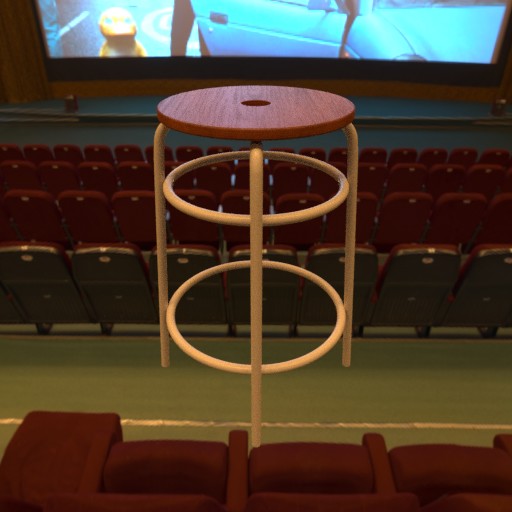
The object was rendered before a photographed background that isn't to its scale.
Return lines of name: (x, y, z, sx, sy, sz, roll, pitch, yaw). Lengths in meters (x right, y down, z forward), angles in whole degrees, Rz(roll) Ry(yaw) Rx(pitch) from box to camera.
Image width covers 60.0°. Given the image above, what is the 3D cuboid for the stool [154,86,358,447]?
stool: (0.000, 0.000, 0.915, 0.455, 0.610, 0.455, 0, 31, 0)
